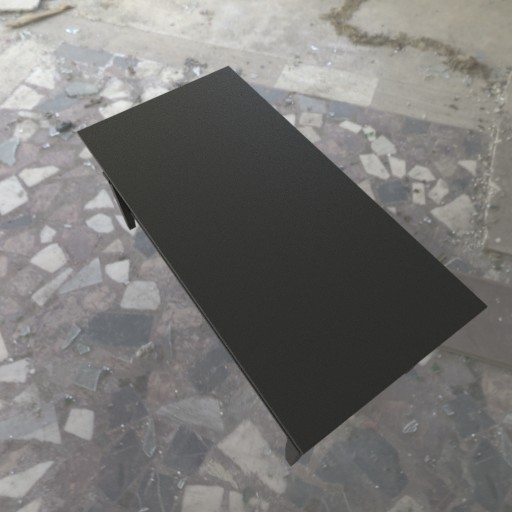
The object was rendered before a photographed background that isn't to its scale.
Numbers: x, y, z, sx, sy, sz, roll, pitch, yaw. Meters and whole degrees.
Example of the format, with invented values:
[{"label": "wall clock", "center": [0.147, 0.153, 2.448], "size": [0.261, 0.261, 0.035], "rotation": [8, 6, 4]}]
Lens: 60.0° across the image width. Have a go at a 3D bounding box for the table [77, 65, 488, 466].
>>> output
[{"label": "table", "center": [0.000, 0.000, 1.326], "size": [0.523, 0.470, 1.044], "rotation": [-31, 63, -18]}]
